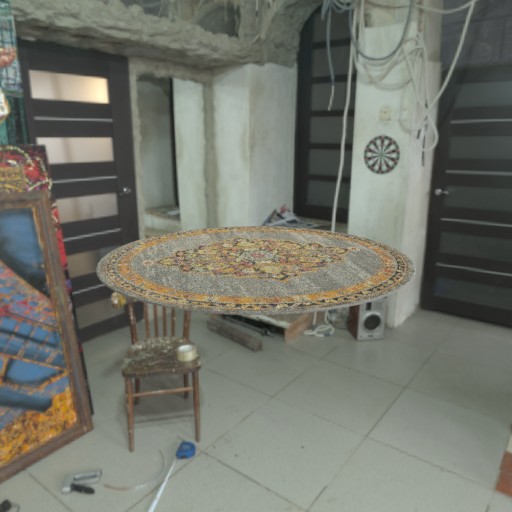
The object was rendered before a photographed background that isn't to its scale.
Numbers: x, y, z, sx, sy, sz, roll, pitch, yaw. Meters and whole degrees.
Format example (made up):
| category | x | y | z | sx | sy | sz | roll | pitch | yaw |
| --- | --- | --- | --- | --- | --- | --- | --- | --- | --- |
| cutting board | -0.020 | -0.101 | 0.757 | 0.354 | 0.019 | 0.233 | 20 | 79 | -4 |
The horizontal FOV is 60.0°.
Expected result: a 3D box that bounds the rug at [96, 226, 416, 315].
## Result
| category | x | y | z | sx | sy | sz | roll | pitch | yaw |
| --- | --- | --- | --- | --- | --- | --- | --- | --- | --- |
| rug | 0.000 | 0.000 | 3.495 | 2.382 | 0.014 | 2.382 | 0 | 15 | 0 |
